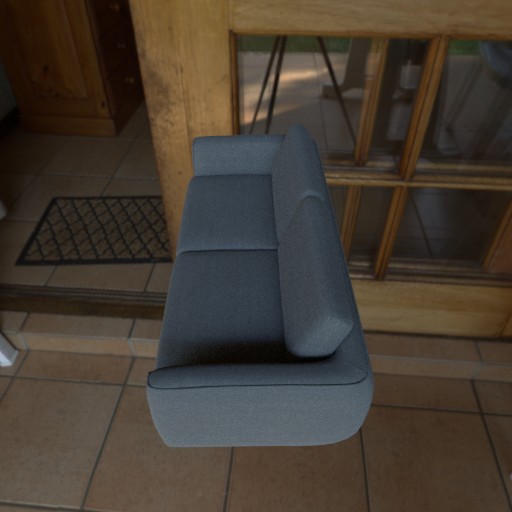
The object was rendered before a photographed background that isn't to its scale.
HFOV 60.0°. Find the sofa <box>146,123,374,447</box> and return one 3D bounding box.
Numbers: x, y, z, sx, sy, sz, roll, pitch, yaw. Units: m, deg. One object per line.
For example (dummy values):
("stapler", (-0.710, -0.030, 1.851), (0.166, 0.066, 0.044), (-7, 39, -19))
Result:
("sofa", (0.000, 0.000, 2.463), (0.920, 0.850, 2.000), (-1, 42, -1))
